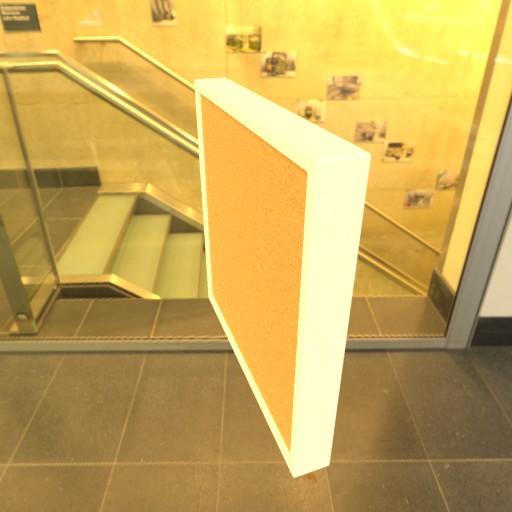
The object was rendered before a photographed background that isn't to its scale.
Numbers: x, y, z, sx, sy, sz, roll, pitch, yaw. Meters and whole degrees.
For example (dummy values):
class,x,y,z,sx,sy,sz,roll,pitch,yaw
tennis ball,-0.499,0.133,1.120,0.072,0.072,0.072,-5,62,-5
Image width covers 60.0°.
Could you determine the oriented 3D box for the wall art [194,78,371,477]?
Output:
class,x,y,z,sx,sy,sz,roll,pitch,yaw
wall art,0.000,0.000,0.463,0.038,0.305,0.305,-11,32,-17
